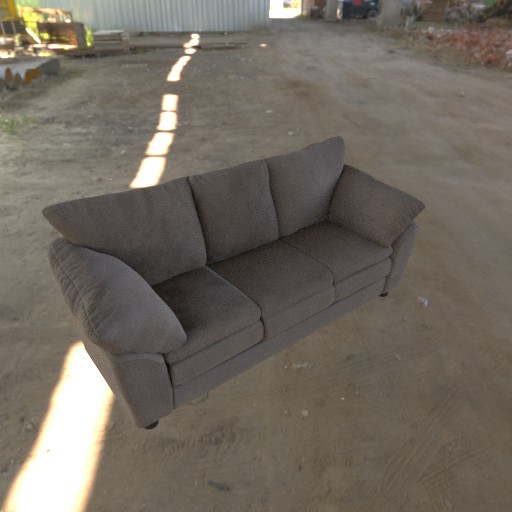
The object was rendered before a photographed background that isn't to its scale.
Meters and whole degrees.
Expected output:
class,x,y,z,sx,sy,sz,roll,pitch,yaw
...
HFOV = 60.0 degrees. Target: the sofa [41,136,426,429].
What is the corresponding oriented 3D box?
class,x,y,z,sx,sy,sz,roll,pitch,yaw
sofa,0.000,0.000,2.809,2.336,1.073,0.878,-21,36,-32
